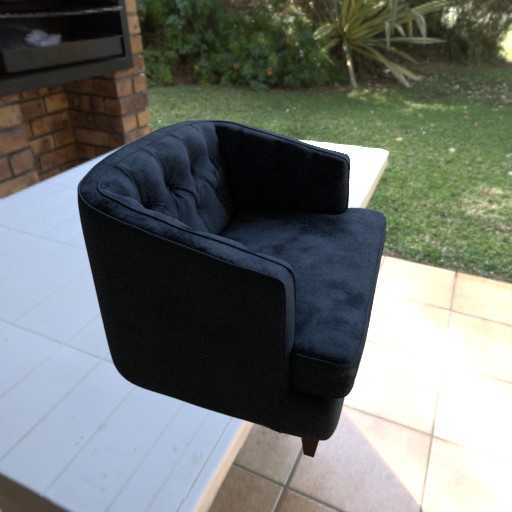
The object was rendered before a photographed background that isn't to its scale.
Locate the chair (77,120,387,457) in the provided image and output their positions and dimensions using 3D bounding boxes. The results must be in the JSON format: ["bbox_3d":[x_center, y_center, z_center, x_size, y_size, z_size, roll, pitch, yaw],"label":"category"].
[{"bbox_3d":[0.000,0.000,1.742,0.940,0.852,1.094,10,32,16],"label":"chair"}]
